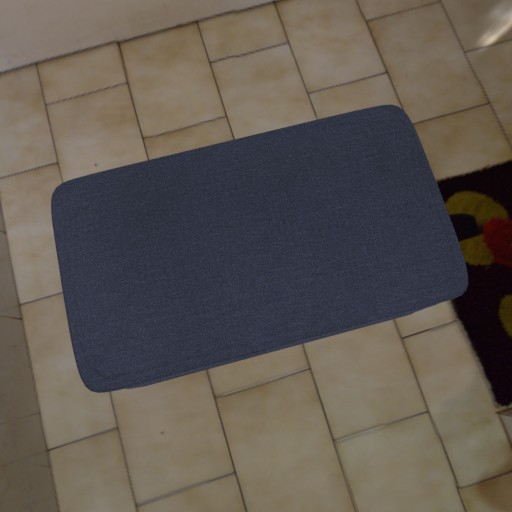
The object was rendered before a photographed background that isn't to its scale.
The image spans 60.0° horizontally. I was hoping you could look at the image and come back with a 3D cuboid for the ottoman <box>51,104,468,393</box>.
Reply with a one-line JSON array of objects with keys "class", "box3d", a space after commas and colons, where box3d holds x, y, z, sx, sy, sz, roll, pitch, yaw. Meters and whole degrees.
[{"class": "ottoman", "box3d": [0.000, 0.000, 1.187, 0.895, 0.453, 0.505, -14, 77, -3]}]
